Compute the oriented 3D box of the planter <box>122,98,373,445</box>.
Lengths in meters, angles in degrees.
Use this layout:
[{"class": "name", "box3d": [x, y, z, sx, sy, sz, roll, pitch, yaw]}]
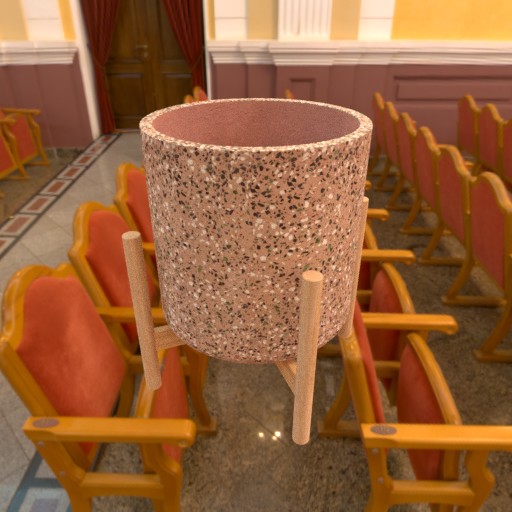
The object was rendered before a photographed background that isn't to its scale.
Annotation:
[{"class": "planter", "box3d": [0.000, 0.000, 0.692, 0.360, 0.419, 0.360, 1, 29, 1]}]
